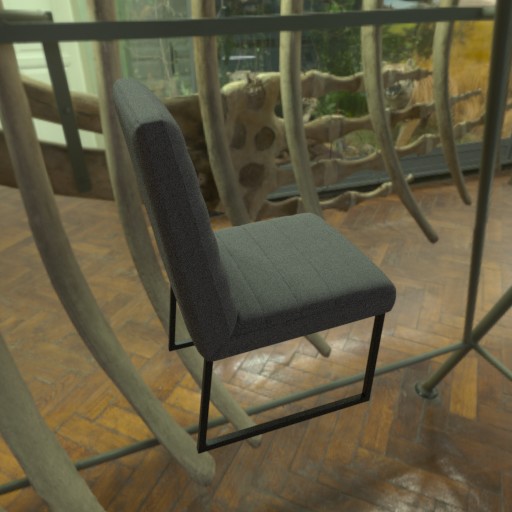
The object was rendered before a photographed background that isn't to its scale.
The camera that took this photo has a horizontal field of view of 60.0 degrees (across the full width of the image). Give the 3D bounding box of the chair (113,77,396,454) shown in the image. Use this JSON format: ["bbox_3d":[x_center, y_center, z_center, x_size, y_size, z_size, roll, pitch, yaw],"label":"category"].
[{"bbox_3d":[0.000,0.000,1.271,0.634,0.930,0.520,-10,32,-17],"label":"chair"}]
